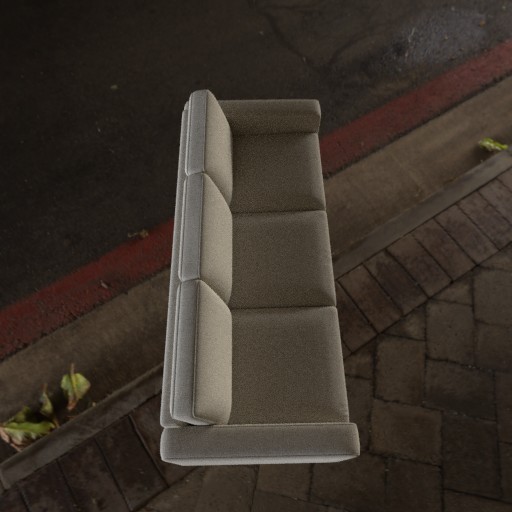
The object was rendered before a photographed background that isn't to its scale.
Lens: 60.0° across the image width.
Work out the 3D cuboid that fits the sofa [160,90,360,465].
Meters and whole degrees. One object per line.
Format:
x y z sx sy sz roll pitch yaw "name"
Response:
0.000 0.000 2.564 0.900 0.800 2.160 -1 63 -1 "sofa"
